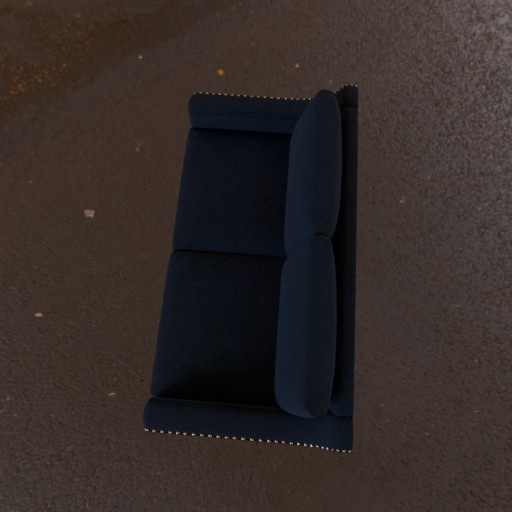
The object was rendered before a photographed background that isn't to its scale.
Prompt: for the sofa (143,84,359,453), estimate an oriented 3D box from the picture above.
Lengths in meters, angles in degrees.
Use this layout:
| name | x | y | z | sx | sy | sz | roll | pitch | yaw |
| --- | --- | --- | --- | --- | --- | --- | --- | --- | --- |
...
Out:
| name | x | y | z | sx | sy | sz | roll | pitch | yaw |
| --- | --- | --- | --- | --- | --- | --- | --- | --- | --- |
| sofa | 0.000 | 0.000 | 2.757 | 1.104 | 0.983 | 2.107 | 4 | 73 | 1 |
